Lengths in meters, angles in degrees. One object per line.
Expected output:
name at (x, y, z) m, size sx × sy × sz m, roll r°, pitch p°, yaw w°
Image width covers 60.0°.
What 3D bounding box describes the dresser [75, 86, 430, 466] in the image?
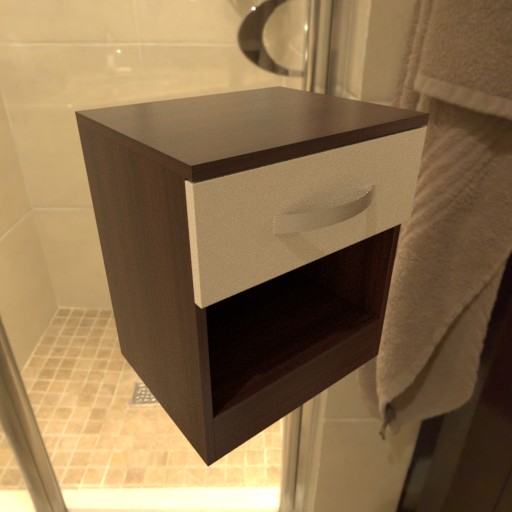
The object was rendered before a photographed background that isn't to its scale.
dresser at (0.000, 0.000, 0.755) m, size 0.400 × 0.470 × 0.360 m, roll -21°, pitch 35°, yaw -33°
